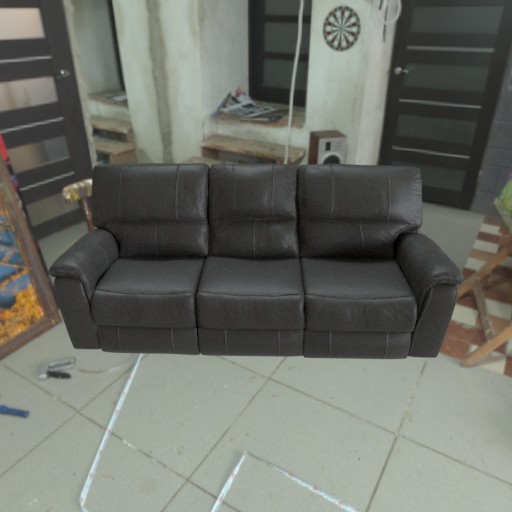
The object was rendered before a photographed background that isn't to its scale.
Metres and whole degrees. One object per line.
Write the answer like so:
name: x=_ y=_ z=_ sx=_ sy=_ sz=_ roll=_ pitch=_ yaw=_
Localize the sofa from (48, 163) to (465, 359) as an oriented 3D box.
sofa: x=0.000 y=0.000 z=3.219 sx=2.627 sy=1.134 sz=1.104 roll=1 pitch=29 yaw=2
